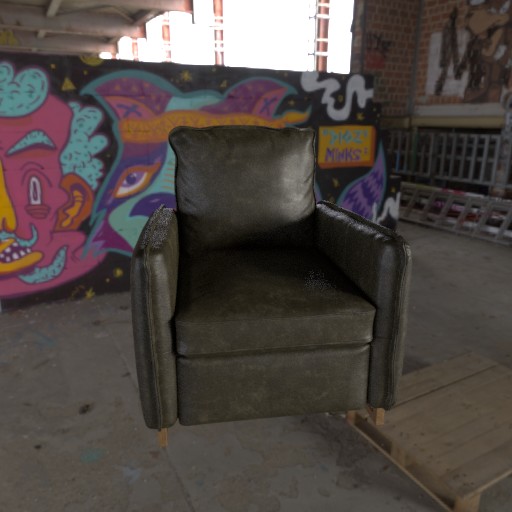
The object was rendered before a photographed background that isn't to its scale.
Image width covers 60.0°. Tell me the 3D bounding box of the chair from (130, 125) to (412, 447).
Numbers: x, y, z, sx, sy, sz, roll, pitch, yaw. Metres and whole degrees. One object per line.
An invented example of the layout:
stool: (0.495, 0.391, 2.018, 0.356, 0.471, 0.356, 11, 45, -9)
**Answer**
chair: (0.000, 0.000, 1.628, 0.830, 0.921, 0.921, -2, 17, -8)
